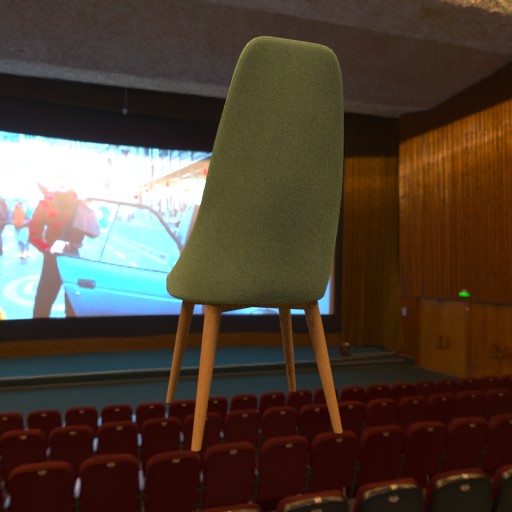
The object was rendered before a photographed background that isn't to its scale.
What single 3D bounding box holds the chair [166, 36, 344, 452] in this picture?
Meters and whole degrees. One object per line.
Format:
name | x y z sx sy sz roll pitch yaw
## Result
chair | 0.000 0.000 1.373 0.510 1.040 0.660 0 -1 -17
